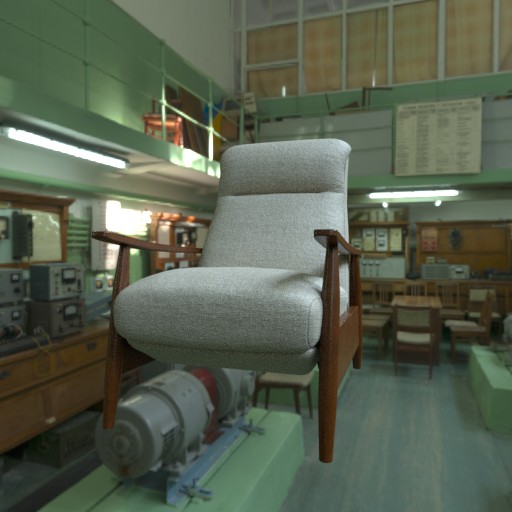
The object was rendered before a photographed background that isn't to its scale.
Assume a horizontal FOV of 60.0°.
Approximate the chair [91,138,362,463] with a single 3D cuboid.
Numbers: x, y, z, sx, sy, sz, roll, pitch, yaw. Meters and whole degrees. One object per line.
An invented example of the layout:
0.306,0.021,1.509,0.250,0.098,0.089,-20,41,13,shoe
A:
0.000,0.000,1.743,0.762,1.082,1.014,1,2,18,chair
